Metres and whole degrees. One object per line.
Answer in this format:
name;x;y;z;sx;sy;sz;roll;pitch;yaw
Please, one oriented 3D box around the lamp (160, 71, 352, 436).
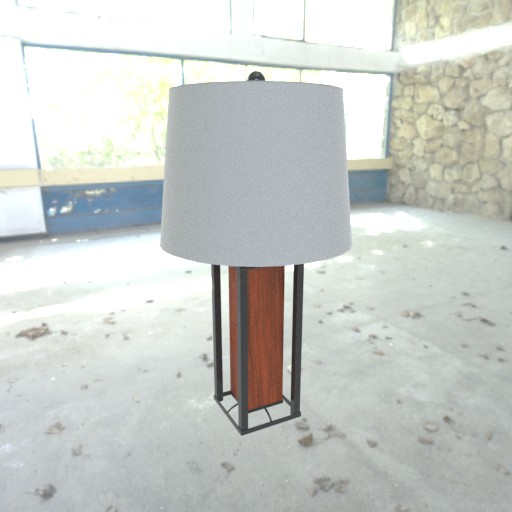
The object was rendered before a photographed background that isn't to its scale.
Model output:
lamp;0.000;0.000;0.760;0.320;0.591;0.320;0;15;0
